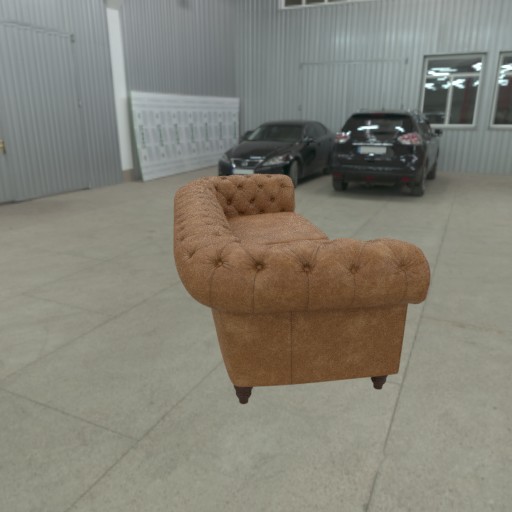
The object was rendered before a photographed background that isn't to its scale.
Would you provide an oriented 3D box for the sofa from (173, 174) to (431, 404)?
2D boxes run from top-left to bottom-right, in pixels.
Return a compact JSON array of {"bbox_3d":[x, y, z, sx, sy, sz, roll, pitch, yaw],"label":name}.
[{"bbox_3d":[0.000,0.000,2.778,0.989,0.760,2.365,-3,18,-9],"label":"sofa"}]
